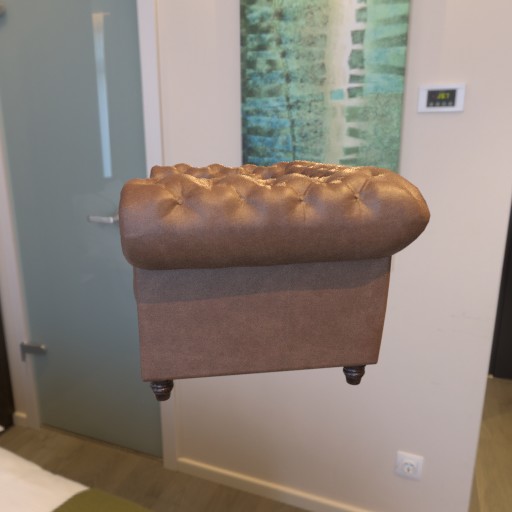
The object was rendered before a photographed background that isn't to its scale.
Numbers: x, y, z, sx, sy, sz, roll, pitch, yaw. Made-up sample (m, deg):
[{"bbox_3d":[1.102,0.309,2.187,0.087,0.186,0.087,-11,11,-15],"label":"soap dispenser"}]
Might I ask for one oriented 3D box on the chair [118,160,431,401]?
[{"bbox_3d":[0.000,0.000,1.902,0.954,0.784,1.298,-2,14,-9],"label":"chair"}]
